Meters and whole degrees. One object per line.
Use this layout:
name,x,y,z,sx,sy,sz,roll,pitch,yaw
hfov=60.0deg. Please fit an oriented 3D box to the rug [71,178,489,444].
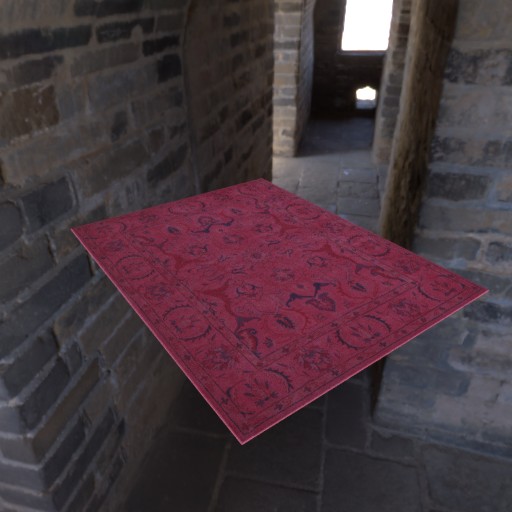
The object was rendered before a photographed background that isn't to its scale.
rug,0.000,0.000,3.841,2.300,0.012,2.929,-20,36,-30
